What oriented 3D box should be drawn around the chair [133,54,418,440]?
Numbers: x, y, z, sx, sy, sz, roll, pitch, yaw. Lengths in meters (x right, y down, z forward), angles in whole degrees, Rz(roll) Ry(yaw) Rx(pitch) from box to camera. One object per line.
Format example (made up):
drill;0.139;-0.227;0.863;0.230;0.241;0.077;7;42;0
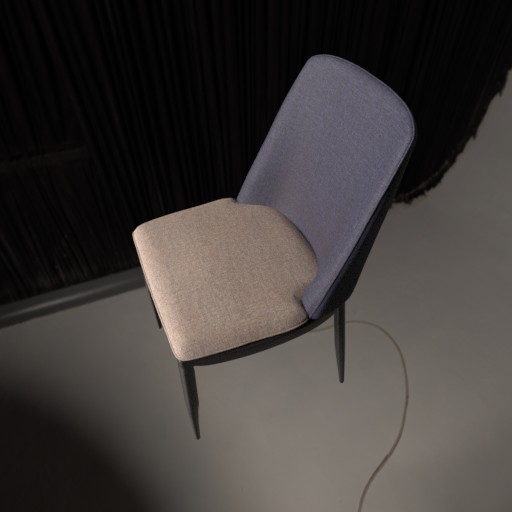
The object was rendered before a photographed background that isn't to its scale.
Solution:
chair;0.000;0.000;1.127;0.551;0.839;0.480;-17;48;-16
